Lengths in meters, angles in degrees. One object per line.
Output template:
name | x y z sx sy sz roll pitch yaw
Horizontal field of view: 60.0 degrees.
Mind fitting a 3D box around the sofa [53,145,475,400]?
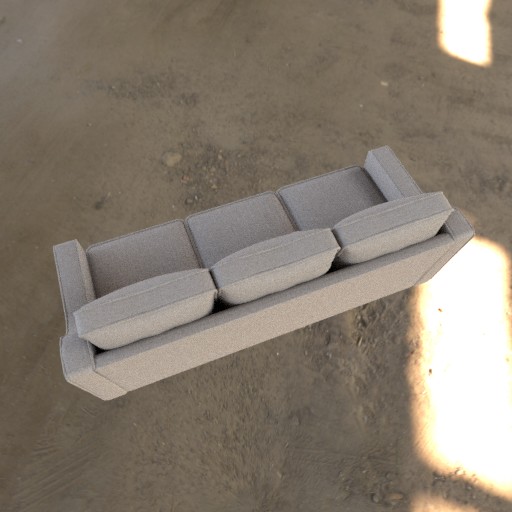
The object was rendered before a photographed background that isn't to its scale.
sofa | 0.000 0.000 2.584 2.129 0.950 0.899 -18 61 -10
